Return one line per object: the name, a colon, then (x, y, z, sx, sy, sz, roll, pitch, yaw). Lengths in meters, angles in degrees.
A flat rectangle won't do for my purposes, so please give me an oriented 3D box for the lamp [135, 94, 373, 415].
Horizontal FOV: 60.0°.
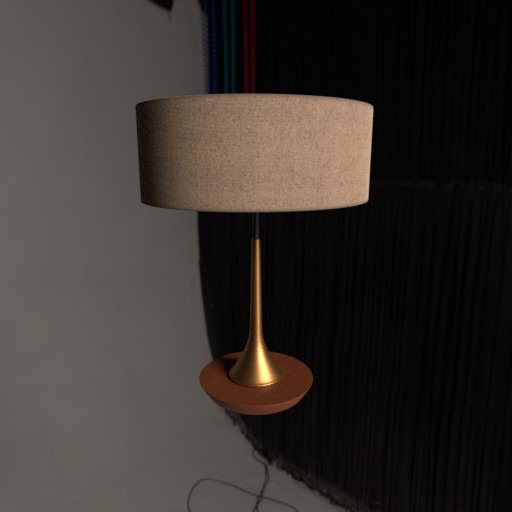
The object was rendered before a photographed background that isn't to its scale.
lamp: (0.000, 0.000, 0.840, 0.396, 0.551, 0.417, 12, 17, 41)
